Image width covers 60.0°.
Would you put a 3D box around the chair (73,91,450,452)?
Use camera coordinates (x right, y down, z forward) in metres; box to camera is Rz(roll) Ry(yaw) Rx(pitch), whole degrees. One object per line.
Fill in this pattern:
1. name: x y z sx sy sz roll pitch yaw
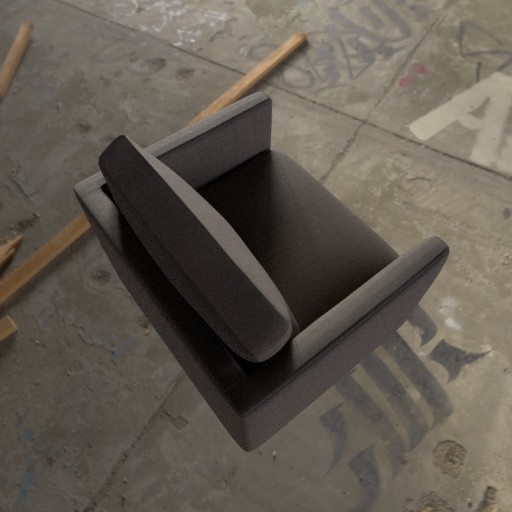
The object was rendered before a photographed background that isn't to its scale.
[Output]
1. chair: 0.000 0.000 1.827 0.959 0.963 1.107 -34 64 -19
